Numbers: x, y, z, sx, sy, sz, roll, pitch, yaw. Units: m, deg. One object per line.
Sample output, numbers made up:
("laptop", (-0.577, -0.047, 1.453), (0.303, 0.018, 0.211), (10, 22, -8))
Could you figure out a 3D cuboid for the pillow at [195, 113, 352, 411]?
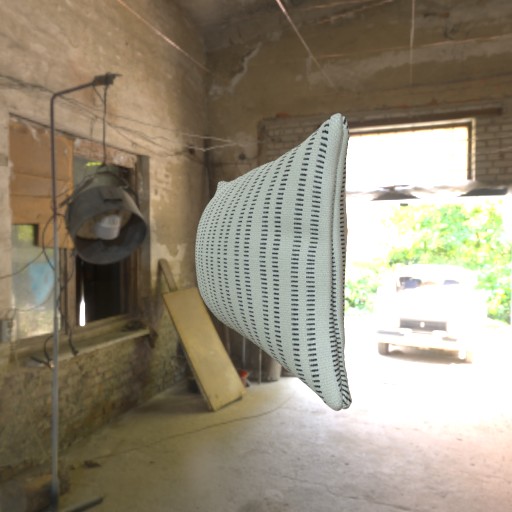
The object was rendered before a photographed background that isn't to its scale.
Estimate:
("pillow", (0.000, 0.000, 0.817), (0.210, 0.353, 0.640), (-1, 2, -17))
